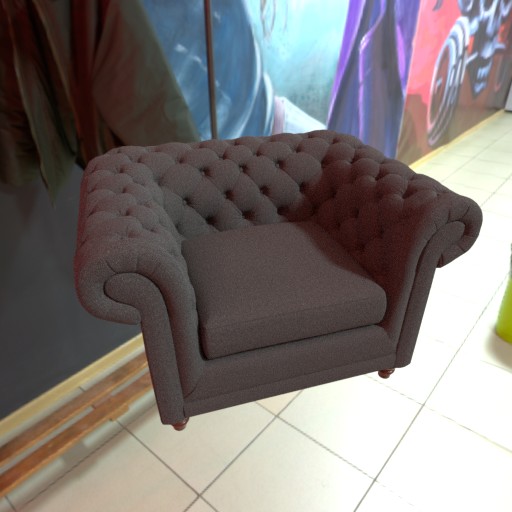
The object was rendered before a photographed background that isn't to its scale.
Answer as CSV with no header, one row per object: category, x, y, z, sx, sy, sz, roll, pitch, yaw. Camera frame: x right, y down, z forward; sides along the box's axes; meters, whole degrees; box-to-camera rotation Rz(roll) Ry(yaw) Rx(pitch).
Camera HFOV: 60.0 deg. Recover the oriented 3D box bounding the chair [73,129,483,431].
chair,0.000,0.000,1.794,1.270,0.770,0.976,-9,32,-15
